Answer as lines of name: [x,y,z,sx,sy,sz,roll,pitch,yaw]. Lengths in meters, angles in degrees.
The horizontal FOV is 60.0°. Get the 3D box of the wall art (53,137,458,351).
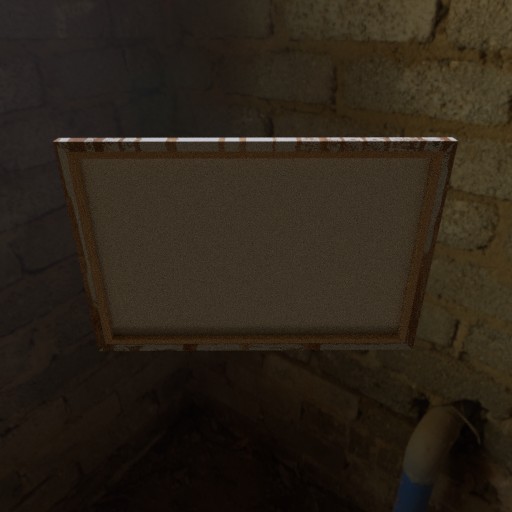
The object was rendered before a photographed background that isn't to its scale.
wall art: [0.000,0.000,1.160,0.914,0.609,0.035,0,29,0]
